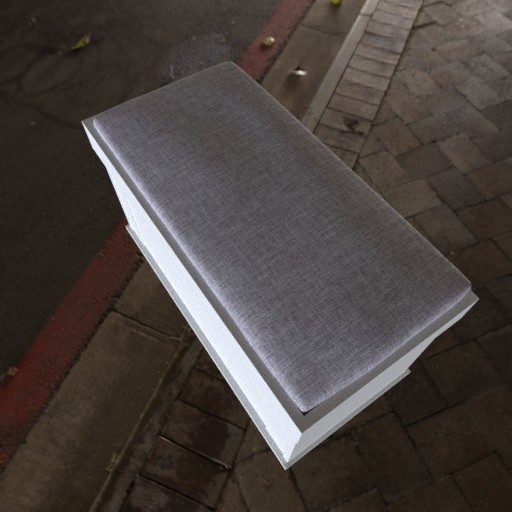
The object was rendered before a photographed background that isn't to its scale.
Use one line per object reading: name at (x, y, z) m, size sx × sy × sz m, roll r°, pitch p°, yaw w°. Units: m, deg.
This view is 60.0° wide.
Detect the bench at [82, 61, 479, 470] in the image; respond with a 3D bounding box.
bench at (0.000, 0.000, 0.971) m, size 0.362 × 0.461 × 0.734 m, roll -30°, pitch 63°, yaw -18°
